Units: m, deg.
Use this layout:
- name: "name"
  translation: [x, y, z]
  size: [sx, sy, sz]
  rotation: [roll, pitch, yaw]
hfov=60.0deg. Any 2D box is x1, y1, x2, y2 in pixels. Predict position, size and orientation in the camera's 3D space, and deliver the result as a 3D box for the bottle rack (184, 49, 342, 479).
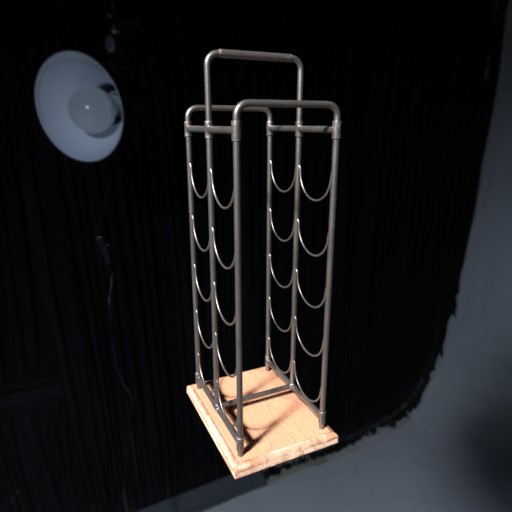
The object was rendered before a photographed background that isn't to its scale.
- name: "bottle rack"
  translation: [0.000, 0.000, 0.804]
  size: [0.208, 0.680, 0.276]
  rotation: [-8, 18, -24]
